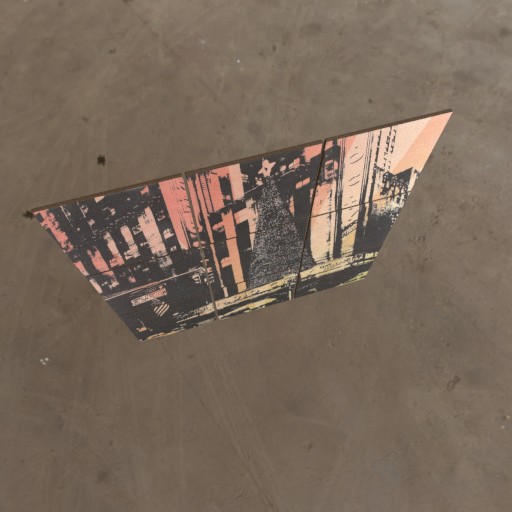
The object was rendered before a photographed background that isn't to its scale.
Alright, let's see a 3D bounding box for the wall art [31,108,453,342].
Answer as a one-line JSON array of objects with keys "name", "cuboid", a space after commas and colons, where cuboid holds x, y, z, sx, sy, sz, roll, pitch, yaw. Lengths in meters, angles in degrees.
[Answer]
[{"name": "wall art", "cuboid": [0.000, 0.000, 1.771, 1.216, 1.216, 0.013, -15, 64, -8]}]
